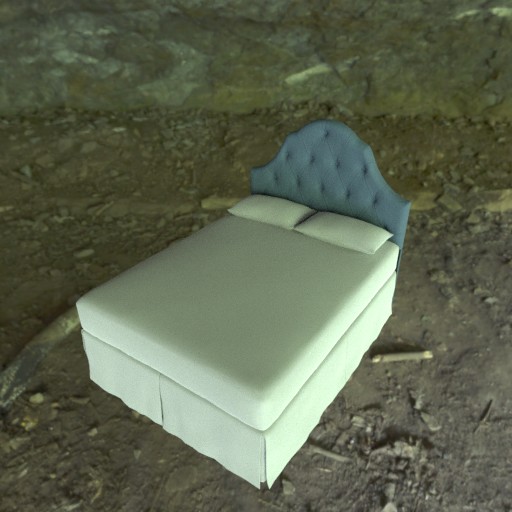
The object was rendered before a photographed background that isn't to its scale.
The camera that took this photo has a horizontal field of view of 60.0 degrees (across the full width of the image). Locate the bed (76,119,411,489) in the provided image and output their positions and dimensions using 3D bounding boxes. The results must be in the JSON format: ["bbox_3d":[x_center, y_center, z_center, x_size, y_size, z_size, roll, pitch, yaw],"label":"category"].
[{"bbox_3d":[0.000,0.000,3.259,1.636,1.575,2.155,19,35,30],"label":"bed"}]
